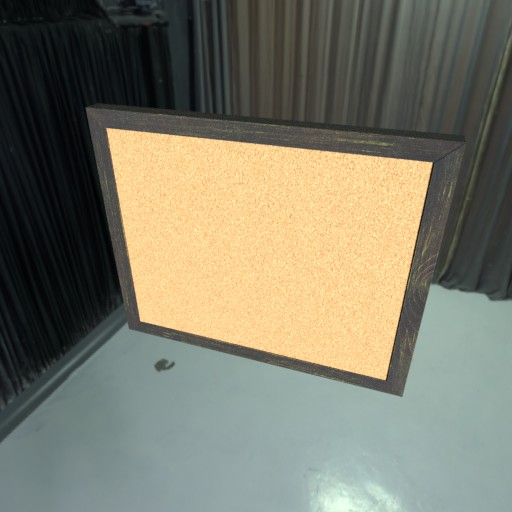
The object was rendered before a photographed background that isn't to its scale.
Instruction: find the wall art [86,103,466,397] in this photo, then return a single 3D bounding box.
[{"bbox_3d":[0.000,0.000,0.755,0.558,0.457,0.032,10,33,16],"label":"wall art"}]
